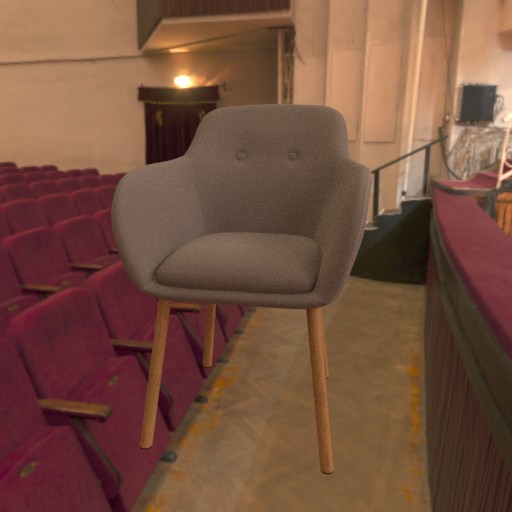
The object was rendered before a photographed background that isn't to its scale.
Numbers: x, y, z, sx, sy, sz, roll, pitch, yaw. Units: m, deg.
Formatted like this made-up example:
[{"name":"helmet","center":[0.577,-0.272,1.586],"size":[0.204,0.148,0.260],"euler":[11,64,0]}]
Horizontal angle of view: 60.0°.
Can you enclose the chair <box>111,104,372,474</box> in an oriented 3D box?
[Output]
[{"name":"chair","center":[0.000,0.000,1.198],"size":[0.570,0.830,0.590],"euler":[3,14,11]}]
